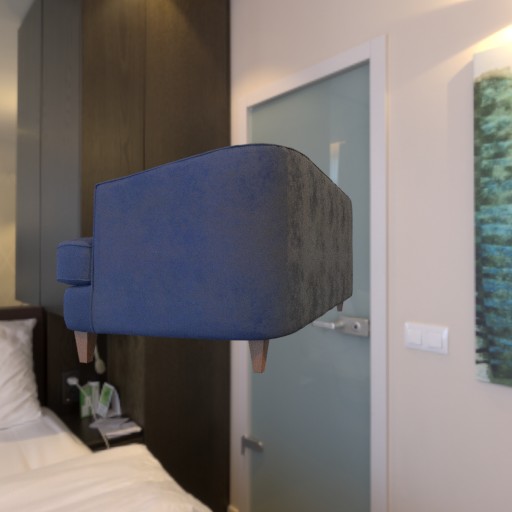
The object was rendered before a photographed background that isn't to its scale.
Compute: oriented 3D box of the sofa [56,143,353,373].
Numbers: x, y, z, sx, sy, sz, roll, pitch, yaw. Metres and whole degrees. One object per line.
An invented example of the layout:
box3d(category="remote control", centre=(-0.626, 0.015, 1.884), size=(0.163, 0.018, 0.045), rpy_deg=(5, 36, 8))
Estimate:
box3d(category="sofa", centre=(0.000, 0.000, 2.656), size=(0.941, 0.855, 2.278), rpy_deg=(0, 0, 19))
